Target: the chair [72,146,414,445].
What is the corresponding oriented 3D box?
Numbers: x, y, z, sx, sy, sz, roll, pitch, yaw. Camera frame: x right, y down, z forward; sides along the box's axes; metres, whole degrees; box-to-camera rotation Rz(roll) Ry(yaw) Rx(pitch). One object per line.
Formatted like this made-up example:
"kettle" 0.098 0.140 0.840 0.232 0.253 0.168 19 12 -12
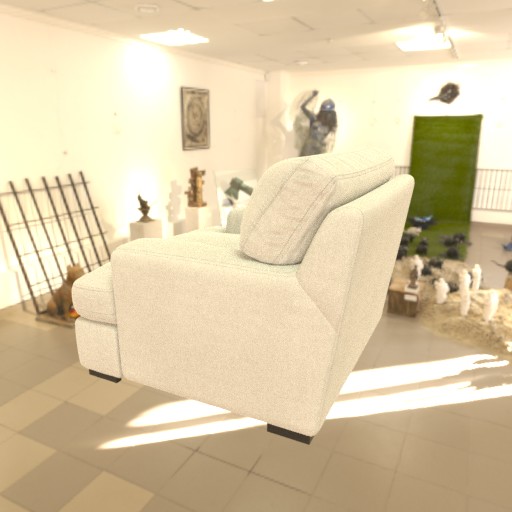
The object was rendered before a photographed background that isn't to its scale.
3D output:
"chair" 0.000 0.000 1.964 1.158 0.930 1.140 8 18 25
